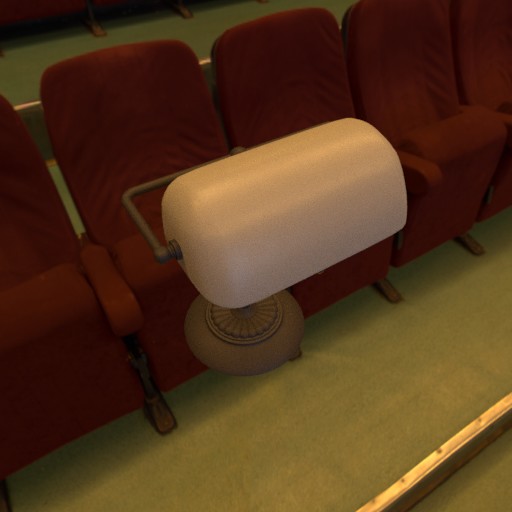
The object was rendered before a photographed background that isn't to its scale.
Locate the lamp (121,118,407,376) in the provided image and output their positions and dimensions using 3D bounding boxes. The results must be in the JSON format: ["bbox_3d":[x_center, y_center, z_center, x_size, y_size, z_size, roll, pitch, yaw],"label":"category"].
[{"bbox_3d":[0.000,0.000,0.523,0.264,0.339,0.243,-24,50,-22],"label":"lamp"}]
